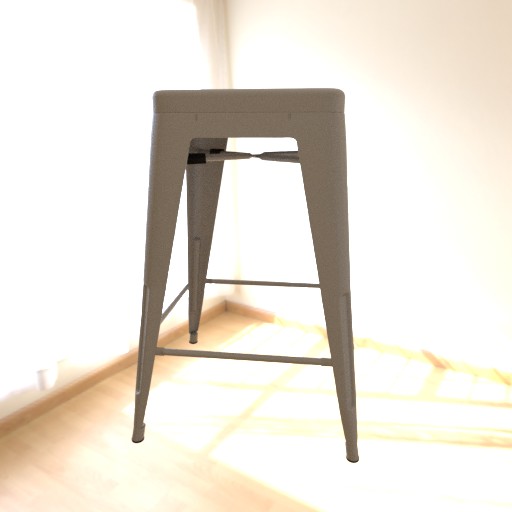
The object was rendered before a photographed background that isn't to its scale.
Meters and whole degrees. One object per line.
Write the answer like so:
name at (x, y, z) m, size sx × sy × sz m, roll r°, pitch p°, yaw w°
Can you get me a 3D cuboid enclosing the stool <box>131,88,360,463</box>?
stool at (0.000, 0.000, 0.890) m, size 0.410 × 0.608 × 0.410 m, roll 2°, pitch 16°, yaw 7°
